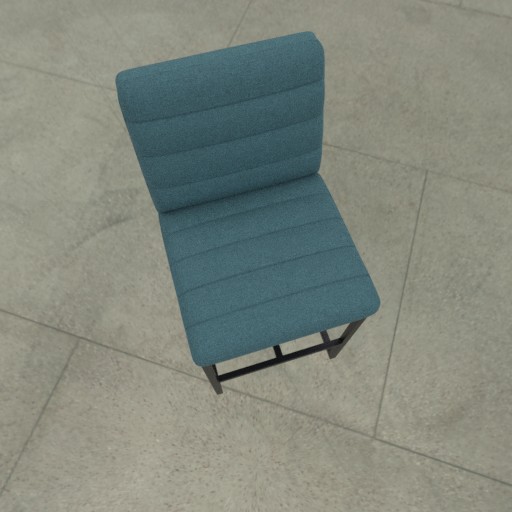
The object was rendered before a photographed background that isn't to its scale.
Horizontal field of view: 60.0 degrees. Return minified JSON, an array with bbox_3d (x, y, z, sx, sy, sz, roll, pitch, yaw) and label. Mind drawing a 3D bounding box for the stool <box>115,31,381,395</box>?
[{"bbox_3d":[0.000,0.000,1.239,0.460,0.940,0.560,-16,66,-7],"label":"stool"}]
